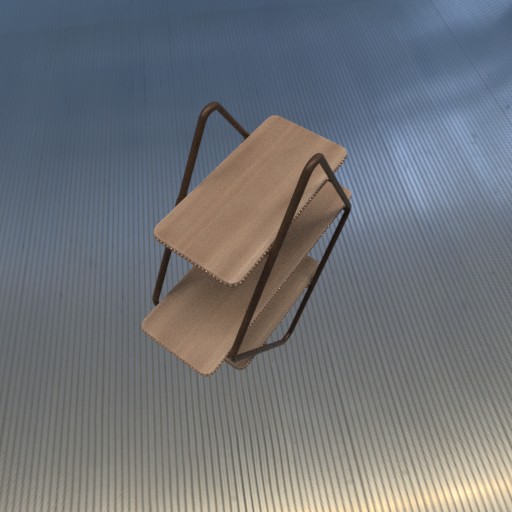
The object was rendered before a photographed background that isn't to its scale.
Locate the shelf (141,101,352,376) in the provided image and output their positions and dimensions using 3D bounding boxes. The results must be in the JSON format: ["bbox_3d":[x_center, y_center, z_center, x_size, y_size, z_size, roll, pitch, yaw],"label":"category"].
[{"bbox_3d":[0.000,0.000,1.069,0.234,0.774,0.609,32,63,18],"label":"shelf"}]
